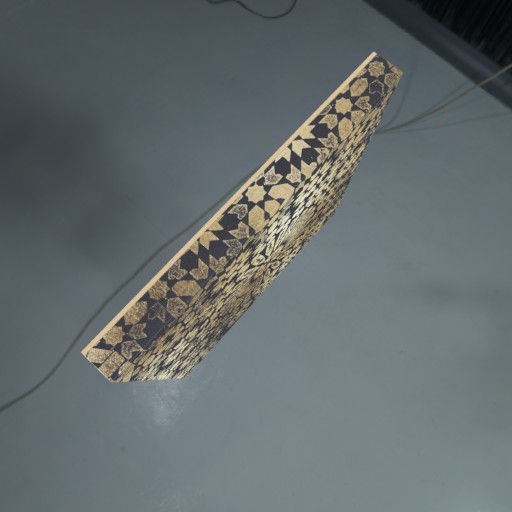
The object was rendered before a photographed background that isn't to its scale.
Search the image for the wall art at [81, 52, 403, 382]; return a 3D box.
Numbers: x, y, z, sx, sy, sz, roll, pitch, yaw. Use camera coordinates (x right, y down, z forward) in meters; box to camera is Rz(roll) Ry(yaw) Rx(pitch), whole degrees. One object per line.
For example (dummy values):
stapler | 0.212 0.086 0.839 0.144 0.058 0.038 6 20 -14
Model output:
wall art | 0.000 0.000 0.608 0.038 0.405 0.405 41 79 10
